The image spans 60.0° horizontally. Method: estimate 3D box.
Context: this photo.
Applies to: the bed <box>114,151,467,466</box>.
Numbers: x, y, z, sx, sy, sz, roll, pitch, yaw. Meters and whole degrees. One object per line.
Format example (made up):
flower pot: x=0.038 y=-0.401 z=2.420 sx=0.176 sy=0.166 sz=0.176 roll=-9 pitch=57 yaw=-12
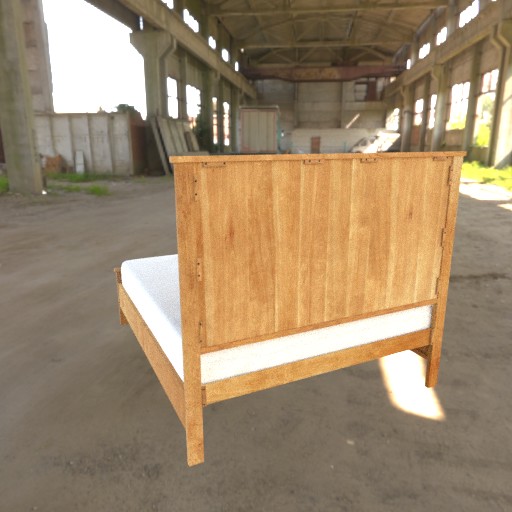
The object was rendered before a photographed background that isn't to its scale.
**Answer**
bed: x=0.000 y=0.000 z=4.146 sx=2.225 sy=1.938 sz=2.530 roll=-7 pitch=16 yaw=-25
